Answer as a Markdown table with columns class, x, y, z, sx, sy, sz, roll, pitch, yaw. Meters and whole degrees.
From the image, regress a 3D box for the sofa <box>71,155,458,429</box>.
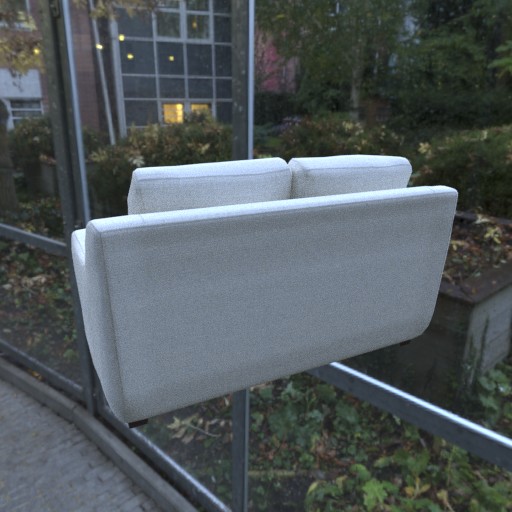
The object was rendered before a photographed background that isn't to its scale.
| class | x | y | z | sx | sy | sz | roll | pitch | yaw |
| --- | --- | --- | --- | --- | --- | --- | --- | --- | --- |
| sofa | 0.000 | 0.000 | 2.313 | 1.744 | 1.047 | 1.040 | -9 | 20 | -26 |
